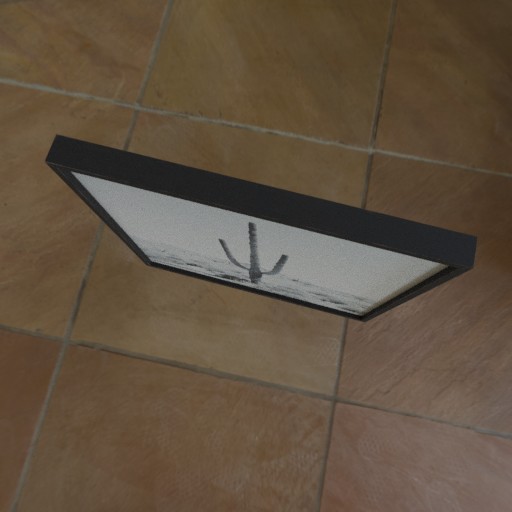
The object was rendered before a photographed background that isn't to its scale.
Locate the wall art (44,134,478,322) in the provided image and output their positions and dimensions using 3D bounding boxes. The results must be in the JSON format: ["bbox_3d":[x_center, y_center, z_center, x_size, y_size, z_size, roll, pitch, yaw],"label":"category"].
[{"bbox_3d":[0.000,0.000,0.757,0.508,0.508,0.038,14,75,4],"label":"wall art"}]
